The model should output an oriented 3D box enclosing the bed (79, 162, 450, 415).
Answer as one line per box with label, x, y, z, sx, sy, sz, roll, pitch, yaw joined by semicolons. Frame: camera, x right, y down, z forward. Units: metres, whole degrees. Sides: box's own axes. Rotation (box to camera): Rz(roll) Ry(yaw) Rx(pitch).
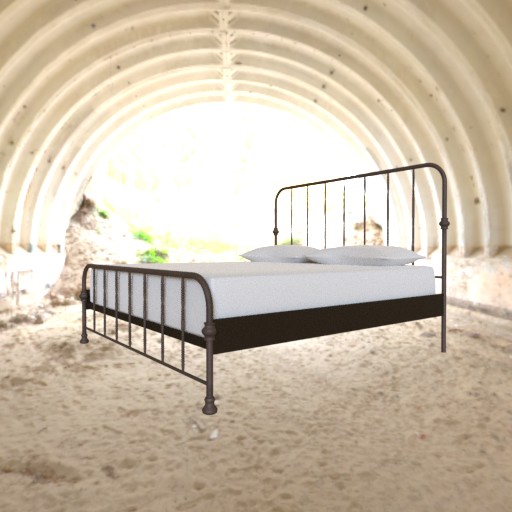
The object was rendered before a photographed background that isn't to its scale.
bed;0.000;0.000;3.488;2.134;1.446;2.044;-1;1;-37
